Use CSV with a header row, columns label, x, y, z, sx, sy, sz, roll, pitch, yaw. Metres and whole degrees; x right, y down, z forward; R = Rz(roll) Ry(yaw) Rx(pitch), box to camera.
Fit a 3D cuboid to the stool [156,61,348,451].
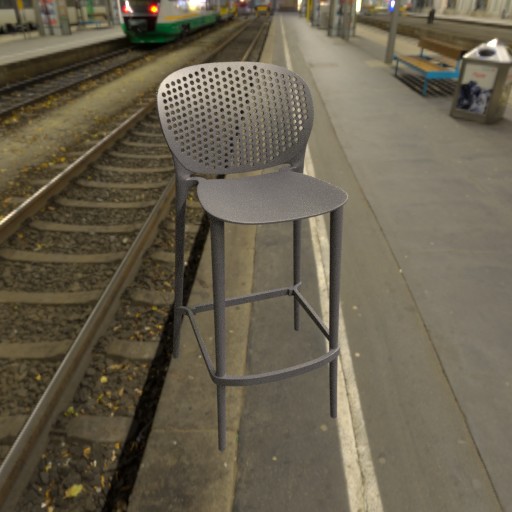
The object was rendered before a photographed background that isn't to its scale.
label,x,y,z,sx,sy,sz,roll,pitch,yaw
stool,0.000,0.000,1.362,0.536,1.045,0.535,-10,31,-16
